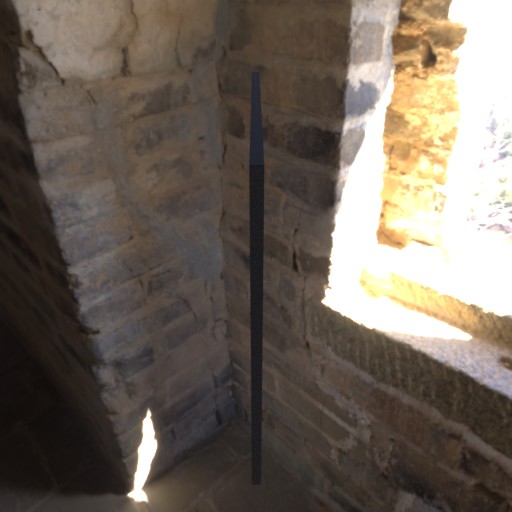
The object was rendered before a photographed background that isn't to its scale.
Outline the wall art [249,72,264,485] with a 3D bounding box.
[{"bbox_3d":[0.000,0.000,0.683,0.013,0.458,0.456,0,32,0],"label":"wall art"}]
